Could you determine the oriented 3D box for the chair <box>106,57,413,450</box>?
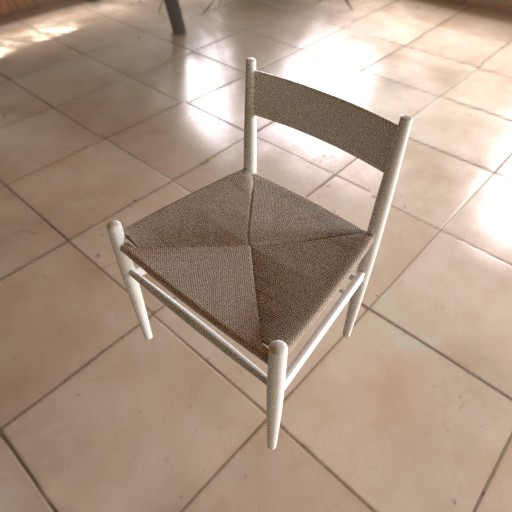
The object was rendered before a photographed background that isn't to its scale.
[{"bbox_3d":[0.000,0.000,1.153,0.556,0.762,0.495,33,54,27],"label":"chair"}]
